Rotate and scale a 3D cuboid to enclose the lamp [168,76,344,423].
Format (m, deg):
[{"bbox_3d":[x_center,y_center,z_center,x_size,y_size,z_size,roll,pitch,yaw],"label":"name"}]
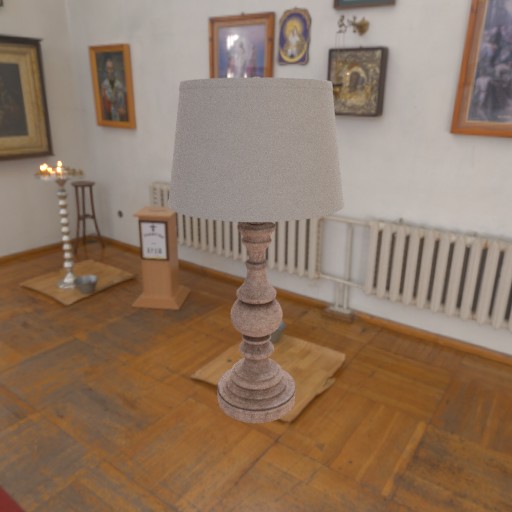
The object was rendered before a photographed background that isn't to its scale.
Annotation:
[{"bbox_3d":[0.000,0.000,0.902,0.340,0.678,0.340,0,18,0],"label":"lamp"}]
